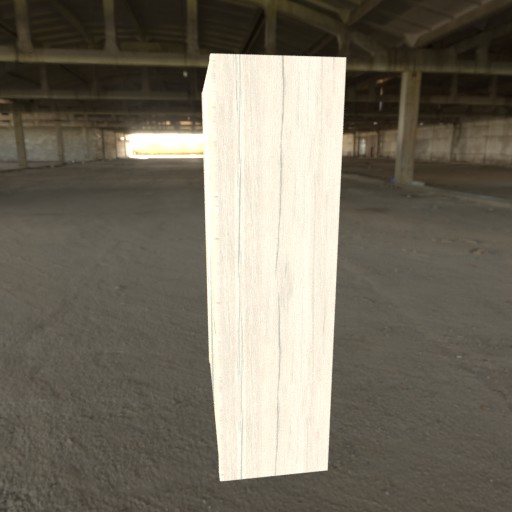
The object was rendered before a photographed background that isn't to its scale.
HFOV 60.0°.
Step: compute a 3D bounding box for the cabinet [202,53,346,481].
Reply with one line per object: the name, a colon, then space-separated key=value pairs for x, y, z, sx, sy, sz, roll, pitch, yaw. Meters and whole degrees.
cabinet: x=0.000 y=0.000 z=2.775 sx=0.580 sy=2.070 sz=1.400 roll=-2 pitch=14 yaw=-8
